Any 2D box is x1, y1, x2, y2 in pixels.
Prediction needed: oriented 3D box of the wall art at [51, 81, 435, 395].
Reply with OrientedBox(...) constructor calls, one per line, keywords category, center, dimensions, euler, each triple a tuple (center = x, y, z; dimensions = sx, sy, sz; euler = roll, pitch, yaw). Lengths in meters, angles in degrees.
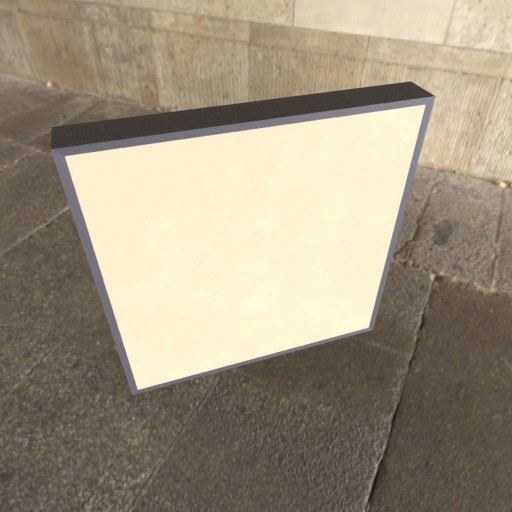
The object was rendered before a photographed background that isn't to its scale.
OrientedBox(category="wall art", center=(0.000, 0.000, 0.444), dimensions=(0.302, 0.300, 0.036), euler=(-12, 42, -14))
